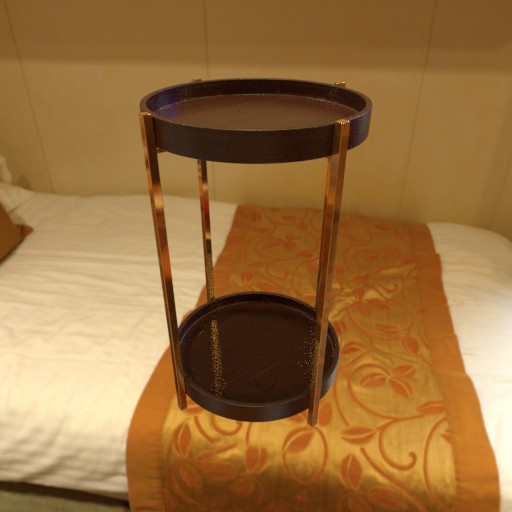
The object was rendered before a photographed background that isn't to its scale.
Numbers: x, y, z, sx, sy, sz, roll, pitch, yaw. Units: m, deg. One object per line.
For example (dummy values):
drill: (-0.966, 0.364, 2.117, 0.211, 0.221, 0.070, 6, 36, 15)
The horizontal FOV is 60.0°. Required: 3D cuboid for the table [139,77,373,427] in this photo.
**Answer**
table: (0.000, 0.000, 0.878, 0.400, 0.610, 0.400, -21, 37, -30)
